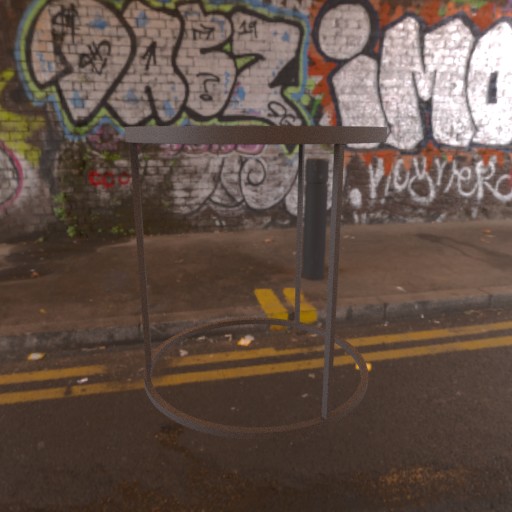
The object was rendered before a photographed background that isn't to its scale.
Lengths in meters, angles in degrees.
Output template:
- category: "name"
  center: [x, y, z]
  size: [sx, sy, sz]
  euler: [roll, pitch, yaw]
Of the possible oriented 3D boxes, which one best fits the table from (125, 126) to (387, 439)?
- category: "table"
  center: [0.000, 0.000, 0.891]
  size: [0.470, 0.498, 0.470]
  euler: [0, 16, 0]
